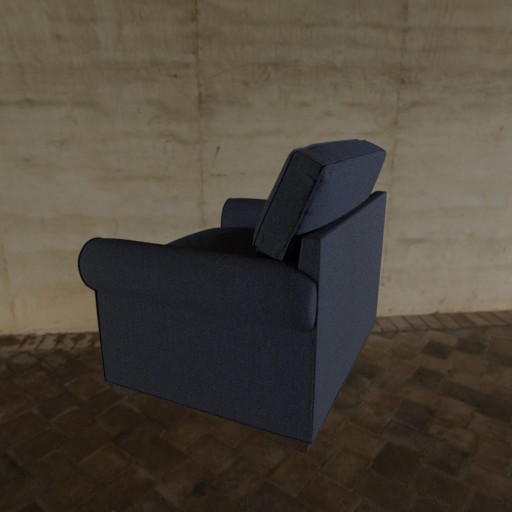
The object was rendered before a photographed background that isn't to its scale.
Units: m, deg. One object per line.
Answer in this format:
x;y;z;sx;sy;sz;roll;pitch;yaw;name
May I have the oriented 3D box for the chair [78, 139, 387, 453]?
0.000;0.000;2.052;0.963;1.044;1.285;8;18;24;chair
